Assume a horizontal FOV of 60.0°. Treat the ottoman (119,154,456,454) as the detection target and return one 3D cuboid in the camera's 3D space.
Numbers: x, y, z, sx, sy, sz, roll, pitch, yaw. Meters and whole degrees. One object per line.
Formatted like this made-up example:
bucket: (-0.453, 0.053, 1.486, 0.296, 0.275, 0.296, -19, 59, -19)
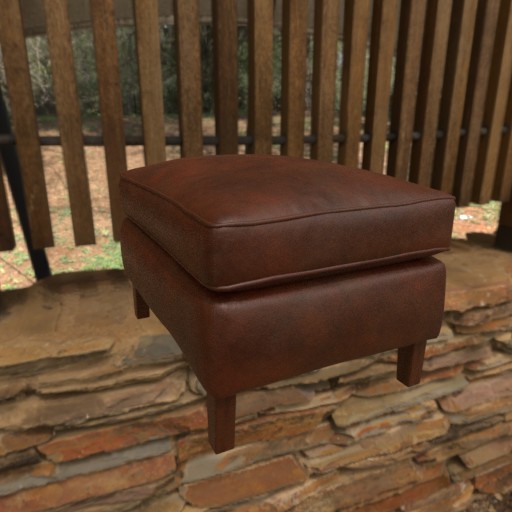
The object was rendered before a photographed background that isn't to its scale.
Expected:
ottoman: (0.000, 0.000, 0.983, 0.501, 0.432, 0.665, -8, 19, -25)
